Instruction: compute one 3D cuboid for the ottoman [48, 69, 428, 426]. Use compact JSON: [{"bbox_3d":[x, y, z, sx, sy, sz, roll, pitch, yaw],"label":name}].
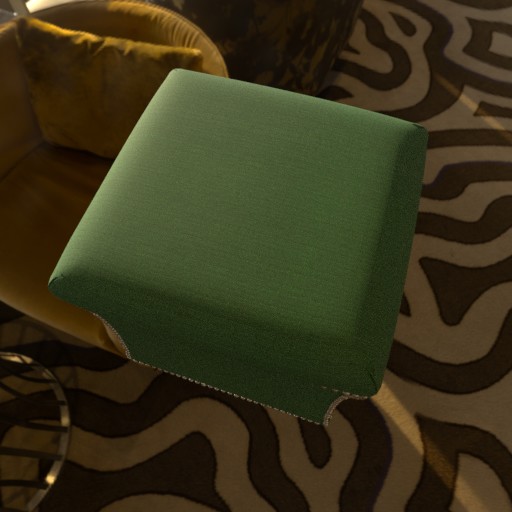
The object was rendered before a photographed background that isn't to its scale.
[{"bbox_3d":[0.000,0.000,0.882,0.507,0.475,0.497,16,64,8],"label":"ottoman"}]
